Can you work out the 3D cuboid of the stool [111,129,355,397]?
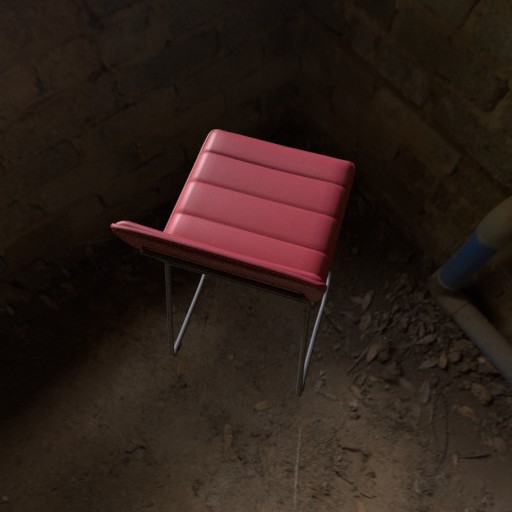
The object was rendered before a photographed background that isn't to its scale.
[{"bbox_3d":[0.000,0.000,1.249,0.489,0.937,0.524,16,65,8],"label":"stool"}]
